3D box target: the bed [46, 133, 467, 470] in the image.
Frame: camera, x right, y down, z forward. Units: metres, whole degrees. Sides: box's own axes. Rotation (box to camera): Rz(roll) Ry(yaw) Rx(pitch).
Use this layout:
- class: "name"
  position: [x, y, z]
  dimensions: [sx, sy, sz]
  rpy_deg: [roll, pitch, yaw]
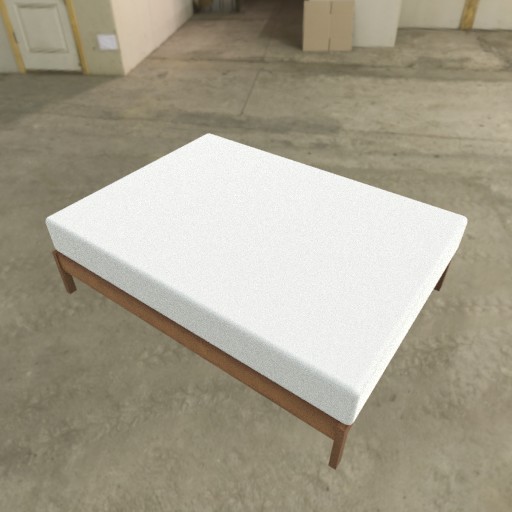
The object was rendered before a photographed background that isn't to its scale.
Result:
- class: "bed"
  position: [0.000, 0.000, 2.816]
  dimensions: [2.050, 0.593, 1.529]
  rpy_deg: [25, 45, 27]
